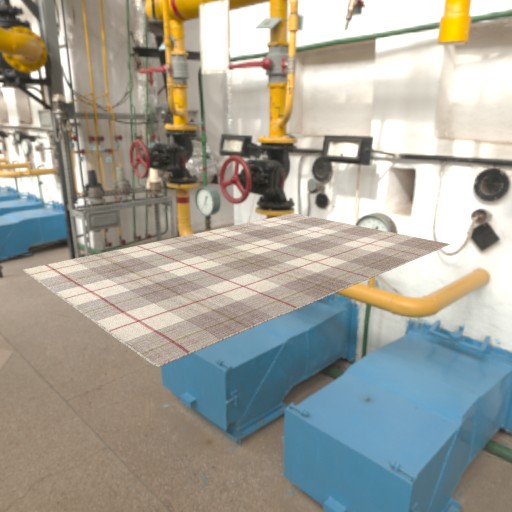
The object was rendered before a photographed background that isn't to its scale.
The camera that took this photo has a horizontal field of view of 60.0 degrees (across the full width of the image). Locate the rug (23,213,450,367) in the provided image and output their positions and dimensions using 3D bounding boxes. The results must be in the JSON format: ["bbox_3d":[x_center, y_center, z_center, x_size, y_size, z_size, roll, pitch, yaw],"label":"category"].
[{"bbox_3d":[0.000,0.000,2.971,2.464,0.010,1.549,-16,23,-41],"label":"rug"}]
